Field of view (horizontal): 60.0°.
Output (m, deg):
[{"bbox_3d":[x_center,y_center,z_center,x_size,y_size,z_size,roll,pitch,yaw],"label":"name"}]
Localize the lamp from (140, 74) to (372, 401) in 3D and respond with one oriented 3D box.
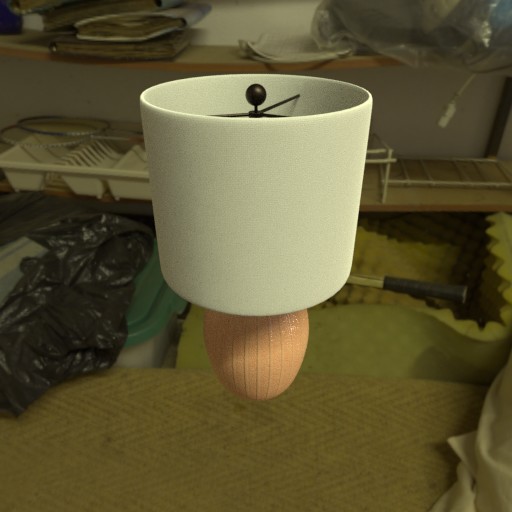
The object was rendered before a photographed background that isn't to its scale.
[{"bbox_3d":[0.000,0.000,0.777,0.329,0.570,0.329,0,31,0],"label":"lamp"}]
